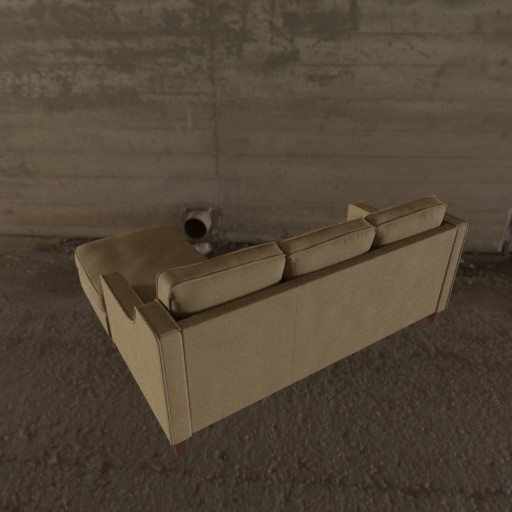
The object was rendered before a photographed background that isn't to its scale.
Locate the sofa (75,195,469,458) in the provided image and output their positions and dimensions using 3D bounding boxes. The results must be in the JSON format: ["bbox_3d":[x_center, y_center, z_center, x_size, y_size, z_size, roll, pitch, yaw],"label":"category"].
[{"bbox_3d":[0.000,0.000,3.361,2.317,1.066,1.858,-18,34,-28],"label":"sofa"}]
